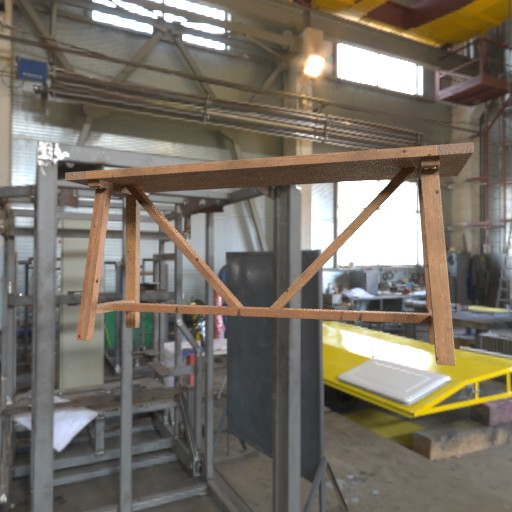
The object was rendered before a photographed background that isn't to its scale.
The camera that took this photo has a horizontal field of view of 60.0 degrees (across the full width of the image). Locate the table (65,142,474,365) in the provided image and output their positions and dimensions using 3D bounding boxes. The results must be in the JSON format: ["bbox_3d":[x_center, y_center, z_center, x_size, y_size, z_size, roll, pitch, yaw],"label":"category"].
[{"bbox_3d":[0.000,0.000,2.094,1.800,0.810,0.465,0,-1,18],"label":"table"}]
